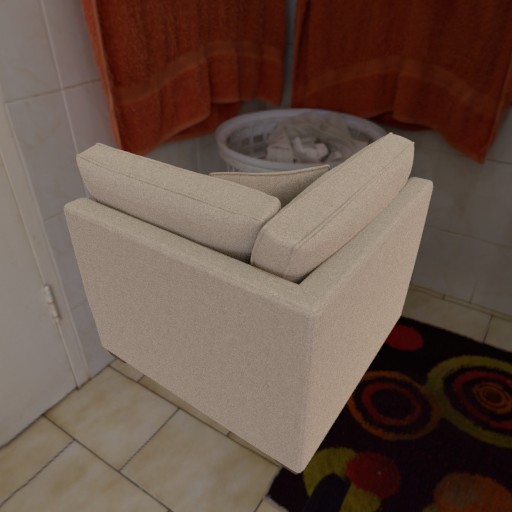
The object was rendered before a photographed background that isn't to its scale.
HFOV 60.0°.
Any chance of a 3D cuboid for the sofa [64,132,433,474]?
[{"bbox_3d":[0.000,0.000,1.977,1.146,1.002,1.084,21,39,29],"label":"sofa"}]
